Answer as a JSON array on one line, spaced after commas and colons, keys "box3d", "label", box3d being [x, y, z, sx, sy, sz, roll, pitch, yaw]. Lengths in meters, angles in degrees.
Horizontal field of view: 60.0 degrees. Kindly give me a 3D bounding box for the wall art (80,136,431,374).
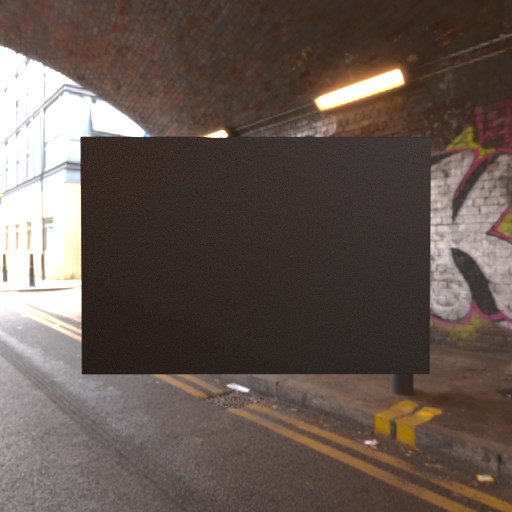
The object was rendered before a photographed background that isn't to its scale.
[{"box3d": [0.000, 0.000, 1.516, 1.192, 0.811, 0.013, 0, 1, 0], "label": "wall art"}]
